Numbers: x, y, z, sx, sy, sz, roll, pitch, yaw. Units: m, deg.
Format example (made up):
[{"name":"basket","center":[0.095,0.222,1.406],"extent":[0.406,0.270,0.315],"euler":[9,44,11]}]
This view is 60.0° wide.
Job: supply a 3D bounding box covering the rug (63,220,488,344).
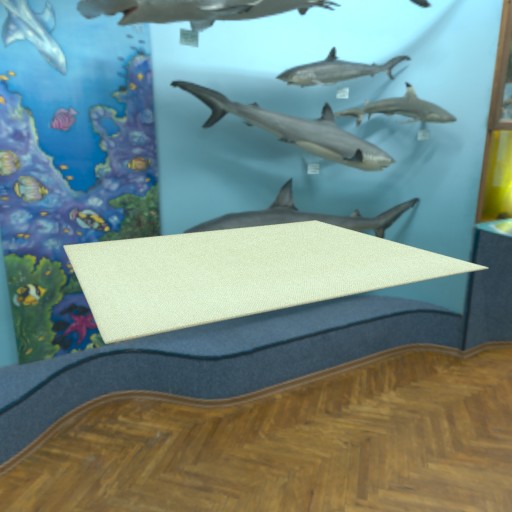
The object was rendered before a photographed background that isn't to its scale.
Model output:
[{"name":"rug","center":[0.000,0.000,4.018],"extent":[3.039,0.018,2.462],"euler":[-8,17,-27]}]
